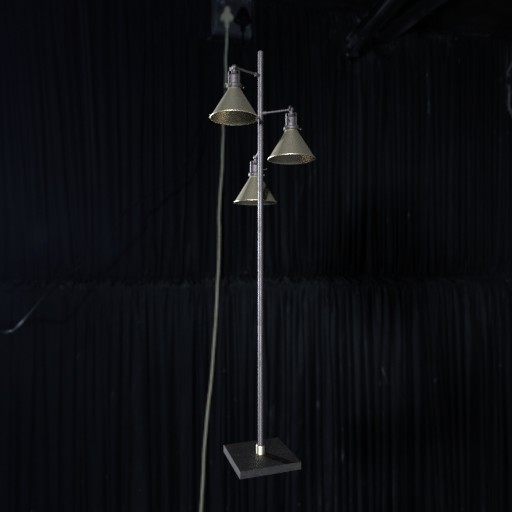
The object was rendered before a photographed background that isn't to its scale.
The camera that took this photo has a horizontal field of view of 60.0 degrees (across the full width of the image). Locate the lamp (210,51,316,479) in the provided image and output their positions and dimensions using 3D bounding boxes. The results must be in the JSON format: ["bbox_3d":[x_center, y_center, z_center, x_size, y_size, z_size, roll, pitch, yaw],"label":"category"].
[{"bbox_3d":[0.000,0.000,1.880,0.428,1.716,0.415,0,0,-19],"label":"lamp"}]
